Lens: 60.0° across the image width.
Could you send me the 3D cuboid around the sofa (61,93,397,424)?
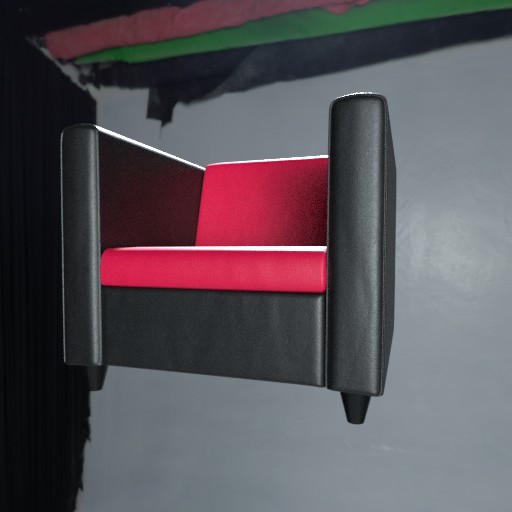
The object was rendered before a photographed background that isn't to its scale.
[{"bbox_3d":[0.000,0.000,1.419,0.839,0.724,0.809,0,1,19],"label":"sofa"}]
